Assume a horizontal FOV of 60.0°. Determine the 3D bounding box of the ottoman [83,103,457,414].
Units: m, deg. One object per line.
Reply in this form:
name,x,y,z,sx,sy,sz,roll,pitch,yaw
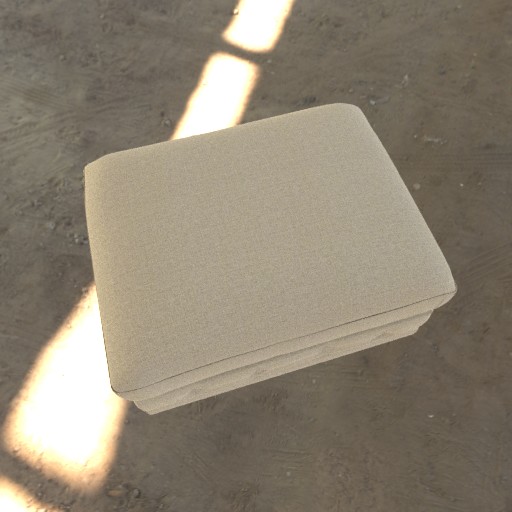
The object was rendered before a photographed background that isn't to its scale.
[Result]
ottoman,0.000,0.000,1.053,0.684,0.463,0.541,-14,63,-7
